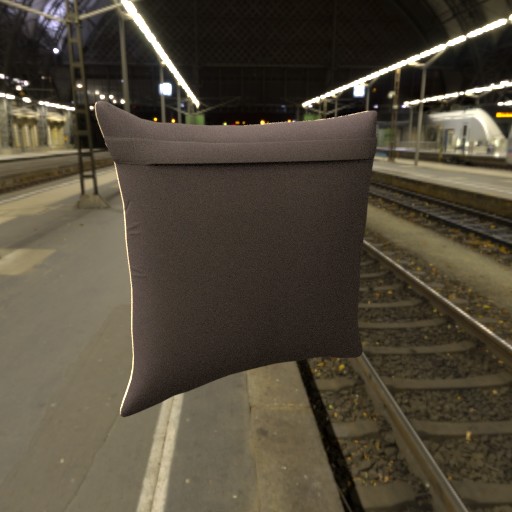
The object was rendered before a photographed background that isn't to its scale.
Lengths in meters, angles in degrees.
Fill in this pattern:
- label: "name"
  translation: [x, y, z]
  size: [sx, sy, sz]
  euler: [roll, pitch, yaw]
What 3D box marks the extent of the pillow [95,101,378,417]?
- label: "pillow"
  translation: [0.000, 0.000, 0.632]
  size: [0.405, 0.406, 0.173]
  euler: [-7, 16, -25]
